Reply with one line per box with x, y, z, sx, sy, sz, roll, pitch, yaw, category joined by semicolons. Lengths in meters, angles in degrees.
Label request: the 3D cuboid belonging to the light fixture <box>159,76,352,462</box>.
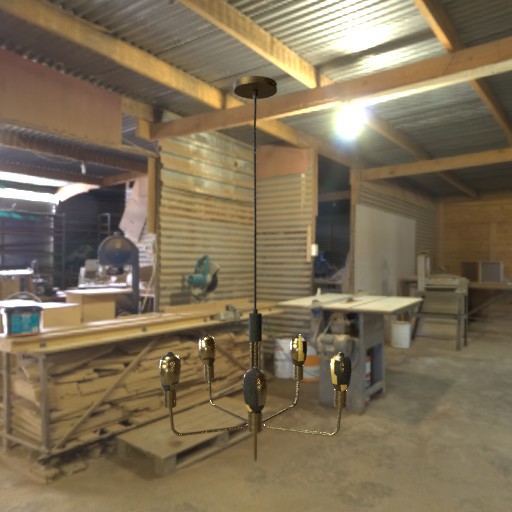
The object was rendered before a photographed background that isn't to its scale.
0.000;0.000;1.397;0.588;1.059;0.532;0;0;36;light fixture
